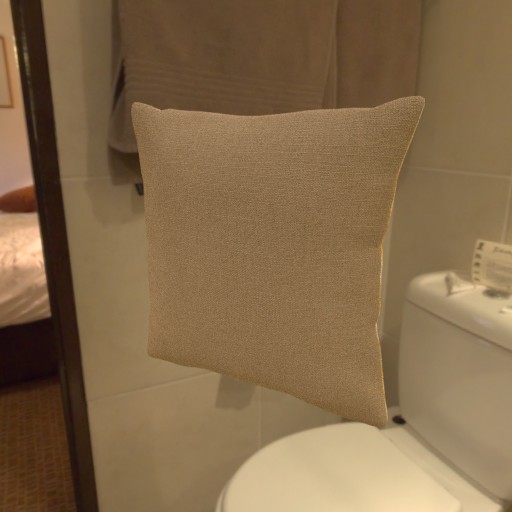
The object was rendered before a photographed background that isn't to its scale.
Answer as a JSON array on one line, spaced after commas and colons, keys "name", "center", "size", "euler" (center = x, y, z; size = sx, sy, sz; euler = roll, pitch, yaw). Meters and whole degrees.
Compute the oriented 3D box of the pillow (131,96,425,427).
[{"name": "pillow", "center": [0.000, 0.000, 0.651], "size": [0.429, 0.436, 0.159], "euler": [8, 18, 26]}]
